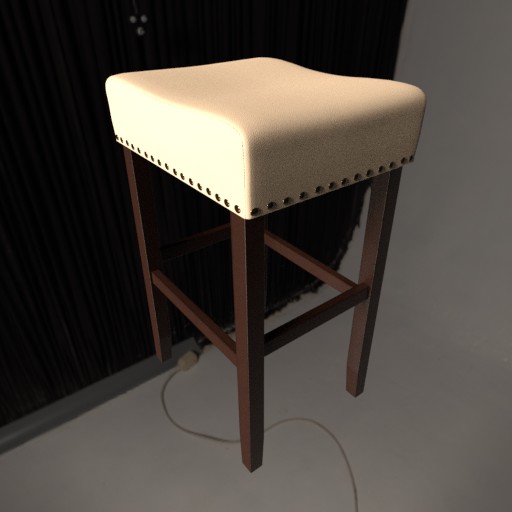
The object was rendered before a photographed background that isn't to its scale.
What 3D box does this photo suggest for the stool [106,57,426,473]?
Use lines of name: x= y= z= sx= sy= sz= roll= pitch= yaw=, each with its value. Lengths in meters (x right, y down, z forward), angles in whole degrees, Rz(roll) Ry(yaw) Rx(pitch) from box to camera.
stool: x=0.000 y=0.000 z=1.007 sx=0.401 sy=0.762 sz=0.471 roll=-22 pitch=38 yaw=-31
